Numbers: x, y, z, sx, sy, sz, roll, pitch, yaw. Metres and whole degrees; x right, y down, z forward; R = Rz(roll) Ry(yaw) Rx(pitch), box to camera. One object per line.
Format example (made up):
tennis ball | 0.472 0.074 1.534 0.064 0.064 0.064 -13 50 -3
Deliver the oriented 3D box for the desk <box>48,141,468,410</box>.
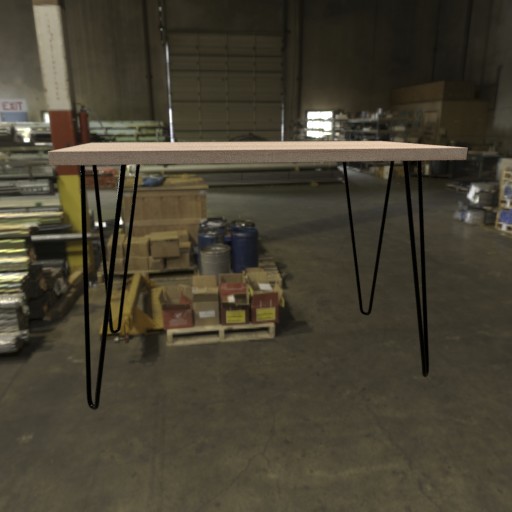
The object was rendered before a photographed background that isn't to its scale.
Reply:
desk | 0.000 0.000 1.359 0.991 0.660 0.499 -3 17 -9
